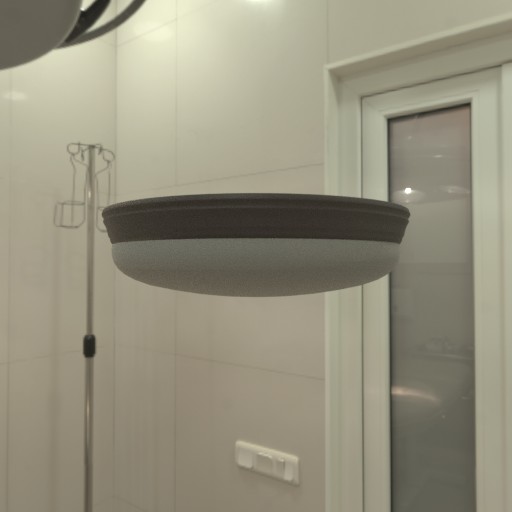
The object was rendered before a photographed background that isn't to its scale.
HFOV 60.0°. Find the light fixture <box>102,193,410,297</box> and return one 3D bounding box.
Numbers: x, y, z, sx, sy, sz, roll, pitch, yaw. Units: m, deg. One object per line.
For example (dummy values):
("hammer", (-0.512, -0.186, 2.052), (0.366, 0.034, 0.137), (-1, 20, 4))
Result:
("light fixture", (0.000, 0.000, 0.558), (0.368, 0.100, 0.368), (0, -1, 0))
